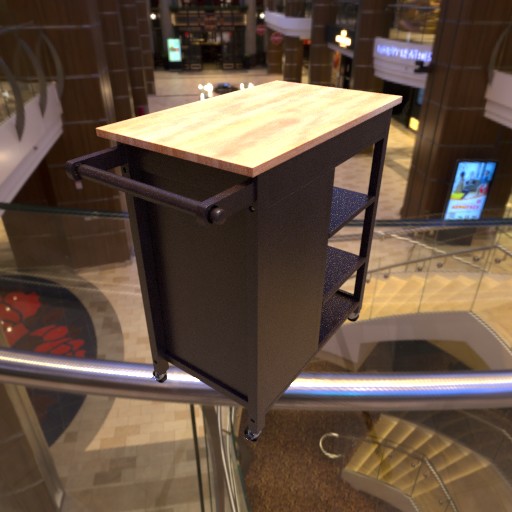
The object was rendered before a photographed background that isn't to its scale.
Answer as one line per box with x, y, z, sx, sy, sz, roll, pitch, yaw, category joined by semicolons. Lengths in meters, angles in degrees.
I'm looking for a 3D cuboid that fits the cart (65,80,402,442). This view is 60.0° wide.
0.000;0.000;1.406;0.472;0.878;0.914;20;37;30;cart
